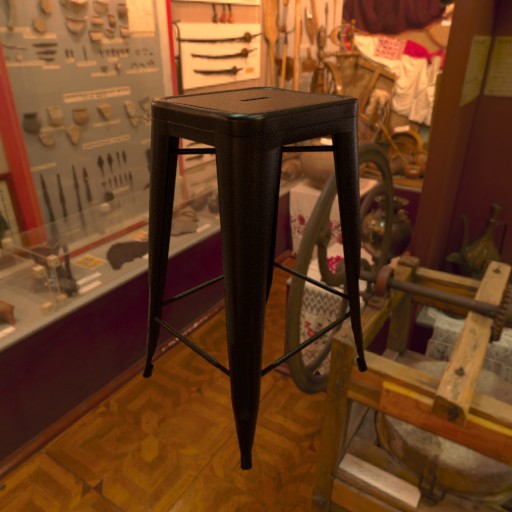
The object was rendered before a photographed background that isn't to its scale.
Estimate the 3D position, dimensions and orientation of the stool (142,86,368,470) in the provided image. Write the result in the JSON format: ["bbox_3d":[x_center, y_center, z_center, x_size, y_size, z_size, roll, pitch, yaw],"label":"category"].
[{"bbox_3d":[0.000,0.000,0.897,0.423,0.609,0.455,17,32,30],"label":"stool"}]
